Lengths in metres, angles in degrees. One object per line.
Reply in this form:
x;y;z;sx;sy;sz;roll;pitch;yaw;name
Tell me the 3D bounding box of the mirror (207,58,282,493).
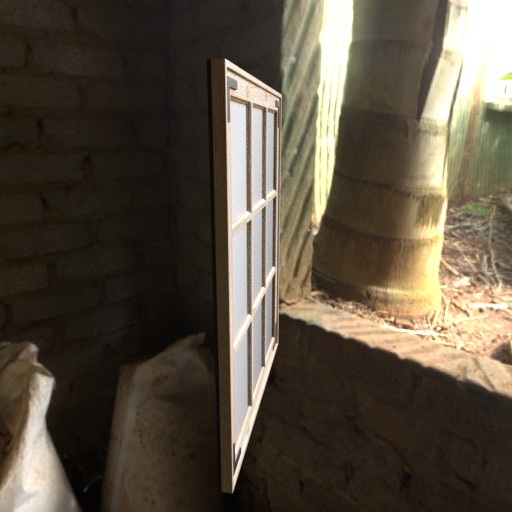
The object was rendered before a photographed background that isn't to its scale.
0.000;0.000;1.204;0.032;0.882;0.730;3;16;10;mirror
